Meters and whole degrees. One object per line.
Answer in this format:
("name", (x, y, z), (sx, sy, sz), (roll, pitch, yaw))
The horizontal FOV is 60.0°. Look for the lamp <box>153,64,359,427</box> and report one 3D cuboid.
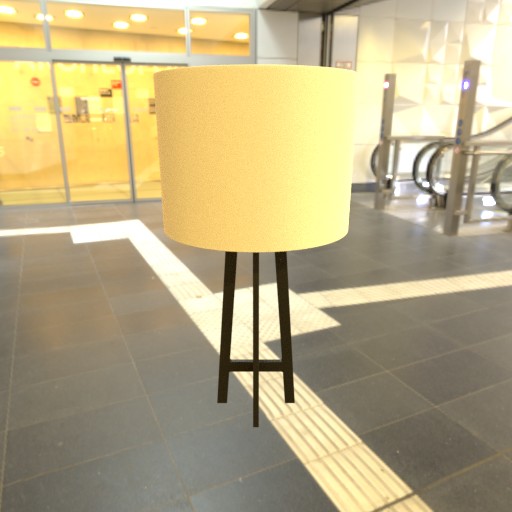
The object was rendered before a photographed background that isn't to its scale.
("lamp", (0.000, 0.000, 0.639), (0.257, 0.489, 0.257), (-16, 24, -42))
